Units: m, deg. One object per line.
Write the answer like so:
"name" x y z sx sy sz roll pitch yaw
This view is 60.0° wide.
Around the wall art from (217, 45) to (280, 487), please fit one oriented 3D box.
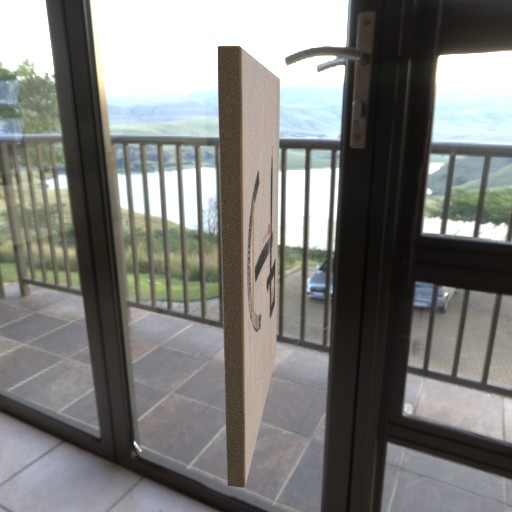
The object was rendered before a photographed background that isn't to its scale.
"wall art" 0.000 0.000 1.155 0.048 0.916 0.602 3 17 9
